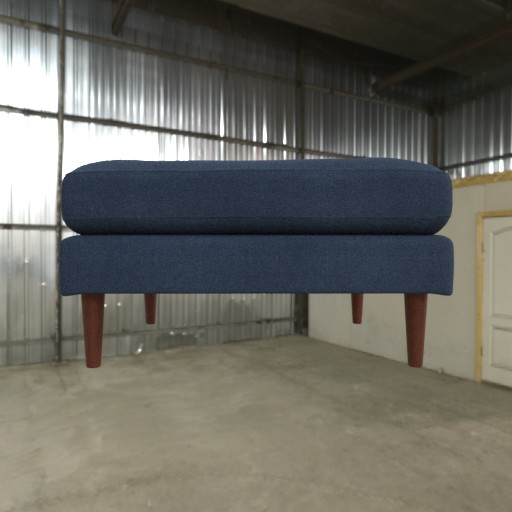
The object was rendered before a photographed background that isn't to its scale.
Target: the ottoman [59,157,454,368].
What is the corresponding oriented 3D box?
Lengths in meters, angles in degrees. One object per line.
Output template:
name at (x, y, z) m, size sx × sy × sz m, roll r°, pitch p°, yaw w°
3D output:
ottoman at (0.000, 0.000, 1.244) m, size 0.821 × 0.474 × 0.693 m, roll 0°, pitch 1°, yaw 0°
